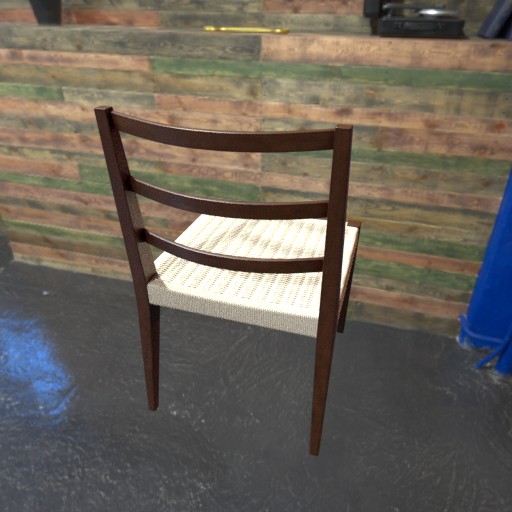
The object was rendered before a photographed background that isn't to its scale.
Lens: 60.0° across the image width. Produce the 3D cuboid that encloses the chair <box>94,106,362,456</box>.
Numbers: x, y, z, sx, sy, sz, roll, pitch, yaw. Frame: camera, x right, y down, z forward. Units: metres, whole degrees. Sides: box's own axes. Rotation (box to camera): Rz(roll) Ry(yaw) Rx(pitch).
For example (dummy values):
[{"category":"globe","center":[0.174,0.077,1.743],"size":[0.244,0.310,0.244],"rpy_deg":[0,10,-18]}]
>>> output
[{"category":"chair","center":[0.000,0.000,1.150],"size":[0.480,0.813,0.551],"rpy_deg":[9,32,15]}]
